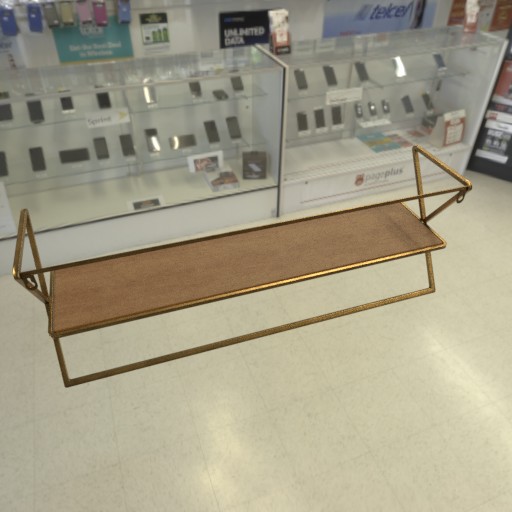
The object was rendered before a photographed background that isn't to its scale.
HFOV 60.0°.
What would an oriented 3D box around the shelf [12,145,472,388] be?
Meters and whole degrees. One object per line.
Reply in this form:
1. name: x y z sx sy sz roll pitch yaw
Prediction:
1. shelf: 0.000 0.000 0.719 0.645 0.229 0.150 -12 41 -14
